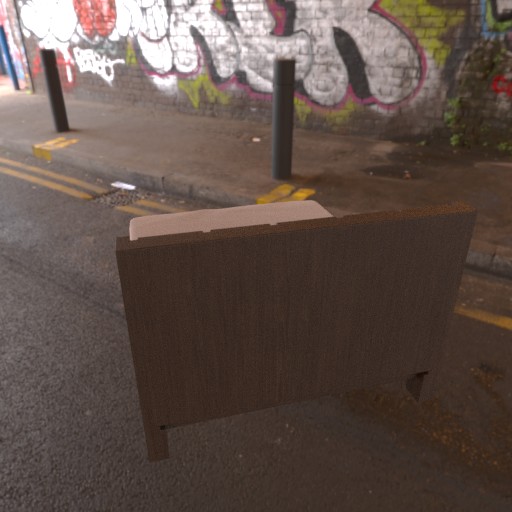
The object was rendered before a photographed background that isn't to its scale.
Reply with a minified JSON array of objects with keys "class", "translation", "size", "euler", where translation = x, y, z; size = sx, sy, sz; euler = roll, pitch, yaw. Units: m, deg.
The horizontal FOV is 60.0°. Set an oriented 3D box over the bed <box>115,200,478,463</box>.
[{"class":"bed","translation":[0.000,0.000,3.127],"size":[1.735,1.261,1.992],"euler":[-7,28,-13]}]
